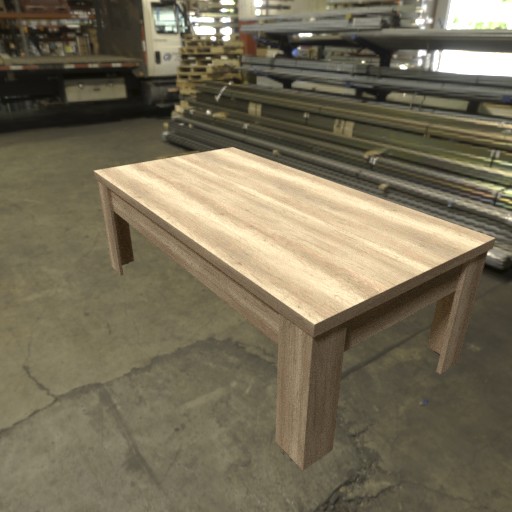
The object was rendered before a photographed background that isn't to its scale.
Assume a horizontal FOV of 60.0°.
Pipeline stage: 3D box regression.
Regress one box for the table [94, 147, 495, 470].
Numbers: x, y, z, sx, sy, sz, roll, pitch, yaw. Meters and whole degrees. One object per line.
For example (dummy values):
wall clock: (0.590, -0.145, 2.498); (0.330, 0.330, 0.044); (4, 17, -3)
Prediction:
table: (0.000, 0.000, 1.665); (0.700, 0.460, 1.350); (-19, 32, -32)
